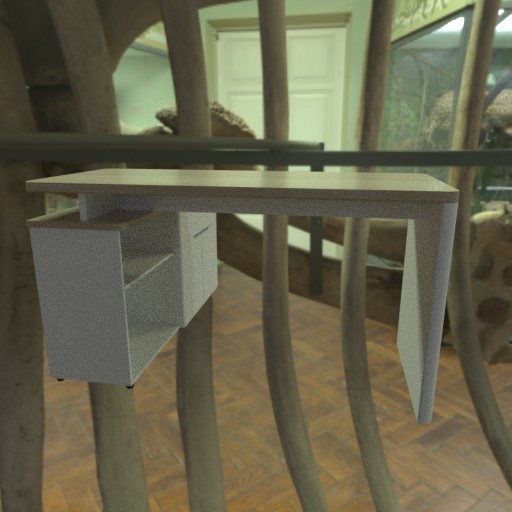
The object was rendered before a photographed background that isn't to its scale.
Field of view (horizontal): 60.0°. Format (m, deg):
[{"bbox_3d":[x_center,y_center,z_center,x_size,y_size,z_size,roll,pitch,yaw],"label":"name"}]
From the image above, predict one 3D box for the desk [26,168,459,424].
[{"bbox_3d":[0.000,0.000,2.031,1.400,0.770,1.175,3,16,10],"label":"desk"}]
